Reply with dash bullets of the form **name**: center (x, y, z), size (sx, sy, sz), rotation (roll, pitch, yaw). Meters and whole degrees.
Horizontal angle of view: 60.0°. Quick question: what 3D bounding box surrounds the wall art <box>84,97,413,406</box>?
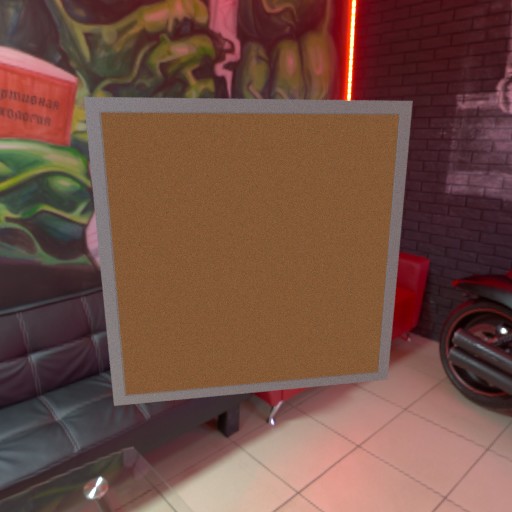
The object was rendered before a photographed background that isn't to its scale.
- **wall art**: center (0.000, 0.000, 0.760), size (0.506, 0.506, 0.038), rotation (-3, 16, -9)
